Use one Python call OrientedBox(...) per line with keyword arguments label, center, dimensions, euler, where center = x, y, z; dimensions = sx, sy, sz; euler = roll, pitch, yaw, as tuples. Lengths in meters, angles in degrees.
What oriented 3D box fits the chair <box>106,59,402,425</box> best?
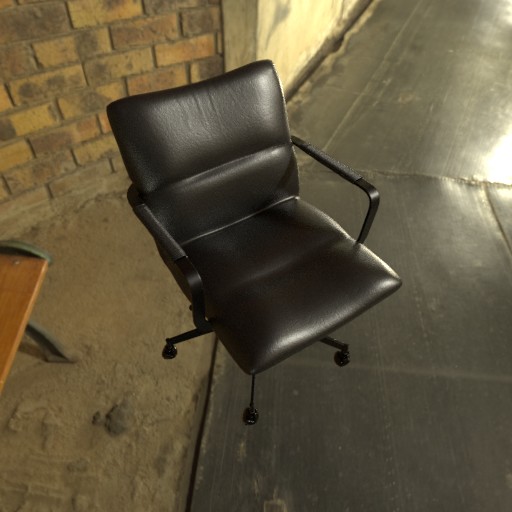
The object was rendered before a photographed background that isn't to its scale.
OrientedBox(label="chair", center=(0.000, 0.000, 1.451), dimensions=(0.719, 0.922, 0.748), euler=(-25, 51, -23))
